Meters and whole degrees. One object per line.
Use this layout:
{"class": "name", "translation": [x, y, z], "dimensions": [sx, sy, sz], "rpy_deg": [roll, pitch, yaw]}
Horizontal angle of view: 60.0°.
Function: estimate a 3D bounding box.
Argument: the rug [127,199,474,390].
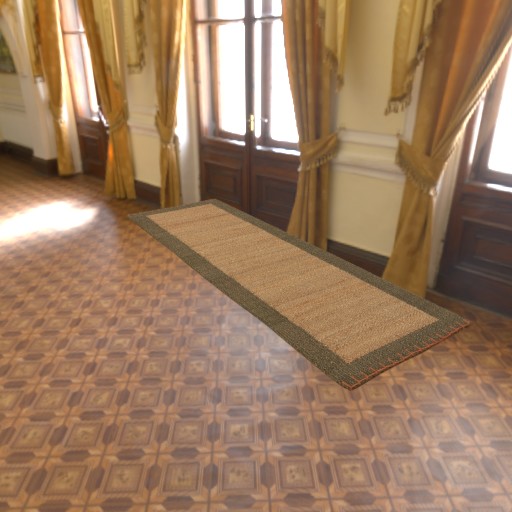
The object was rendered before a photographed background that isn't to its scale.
{"class": "rug", "translation": [0.000, 0.000, 2.752], "dimensions": [0.810, 0.016, 2.413], "rpy_deg": [-15, 28, -31]}
